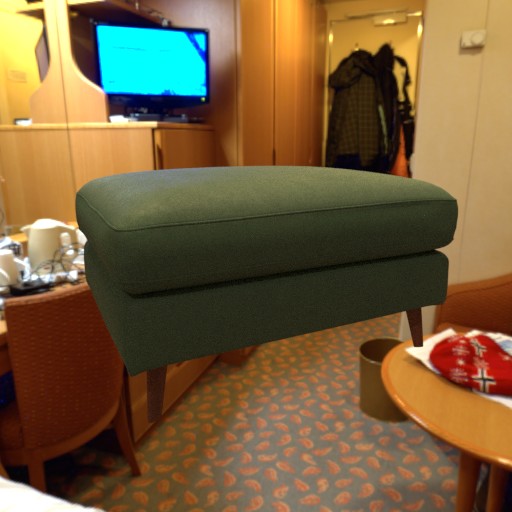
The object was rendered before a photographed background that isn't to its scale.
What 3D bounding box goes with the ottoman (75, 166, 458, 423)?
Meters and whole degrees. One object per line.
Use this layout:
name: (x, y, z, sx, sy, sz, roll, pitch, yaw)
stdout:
ottoman: (0.000, 0.000, 1.142, 0.811, 0.449, 0.608, -7, 16, -26)
